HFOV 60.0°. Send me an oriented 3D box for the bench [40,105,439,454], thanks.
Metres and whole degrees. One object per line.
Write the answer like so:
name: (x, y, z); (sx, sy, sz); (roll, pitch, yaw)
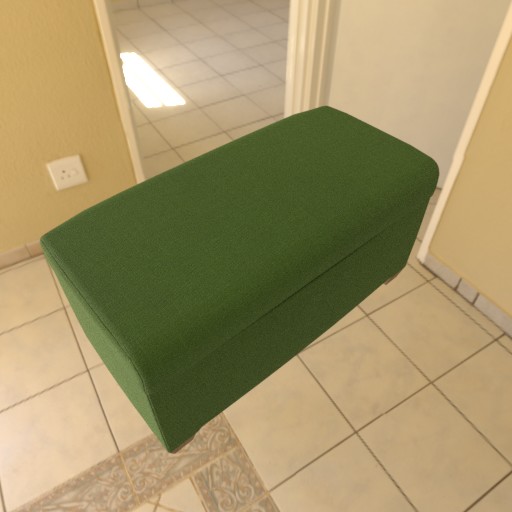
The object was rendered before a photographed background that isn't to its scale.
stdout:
bench: (0.000, 0.000, 1.295); (0.989, 0.501, 0.505); (-32, 54, -27)
